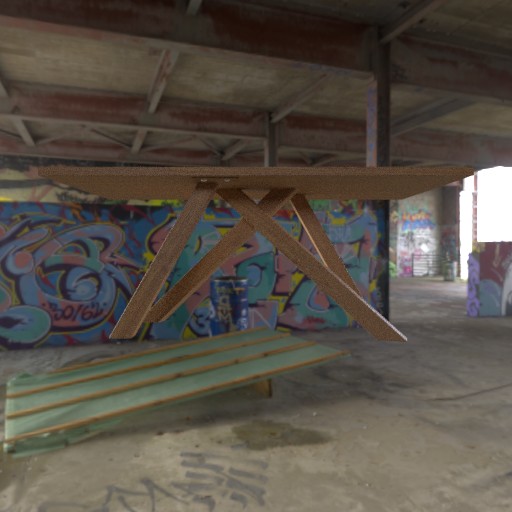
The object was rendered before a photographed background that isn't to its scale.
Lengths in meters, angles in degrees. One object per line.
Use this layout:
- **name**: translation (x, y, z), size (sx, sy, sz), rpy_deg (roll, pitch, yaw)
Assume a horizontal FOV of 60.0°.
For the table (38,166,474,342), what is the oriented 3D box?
- **table**: translation (0.000, 0.000, 2.281), size (1.797, 0.750, 0.901), rpy_deg (0, 1, 0)
